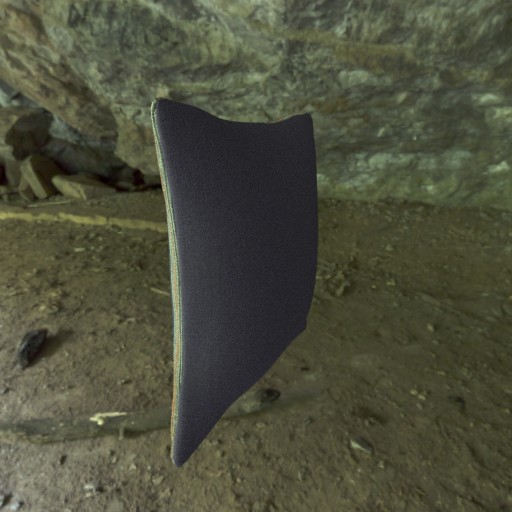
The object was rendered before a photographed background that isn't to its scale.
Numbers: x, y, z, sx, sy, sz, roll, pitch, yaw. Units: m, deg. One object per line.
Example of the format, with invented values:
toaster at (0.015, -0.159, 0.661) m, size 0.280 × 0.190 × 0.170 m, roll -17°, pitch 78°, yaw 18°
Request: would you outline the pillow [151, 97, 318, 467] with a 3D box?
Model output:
pillow at (0.000, 0.000, 0.655) m, size 0.136 × 0.419 × 0.437 m, roll 8°, pitch 18°, yaw 26°
